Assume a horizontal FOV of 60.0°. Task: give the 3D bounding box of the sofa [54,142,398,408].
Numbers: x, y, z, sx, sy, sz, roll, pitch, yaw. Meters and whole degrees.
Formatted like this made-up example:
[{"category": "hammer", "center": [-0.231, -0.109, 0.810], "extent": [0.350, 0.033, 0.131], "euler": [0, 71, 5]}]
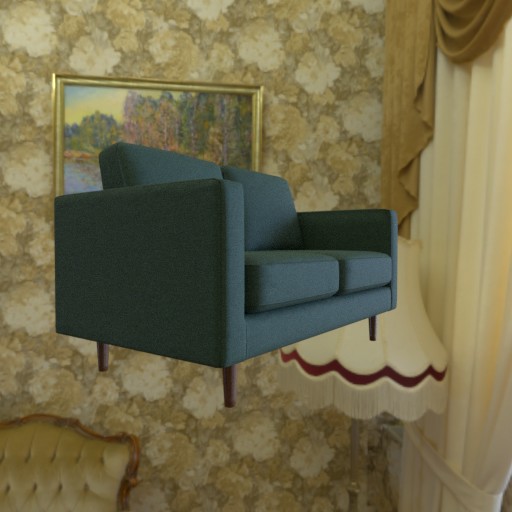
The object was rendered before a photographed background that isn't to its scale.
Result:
[{"category": "sofa", "center": [0.000, 0.000, 2.020], "extent": [0.879, 0.899, 1.430], "euler": [1, 2, 36]}]
